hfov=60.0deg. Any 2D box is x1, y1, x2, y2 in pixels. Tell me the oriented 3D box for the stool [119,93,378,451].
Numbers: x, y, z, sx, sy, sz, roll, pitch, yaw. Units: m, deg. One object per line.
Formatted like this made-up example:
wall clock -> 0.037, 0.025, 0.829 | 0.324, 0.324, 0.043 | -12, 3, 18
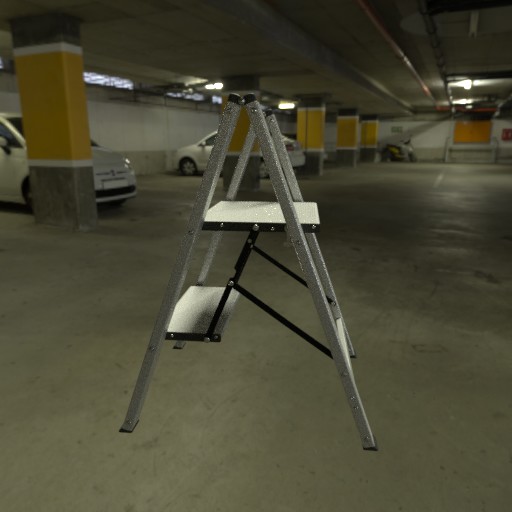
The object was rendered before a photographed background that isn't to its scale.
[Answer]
stool -> 0.000, 0.000, 1.029 | 0.535, 0.670, 0.440 | 2, 15, 6
